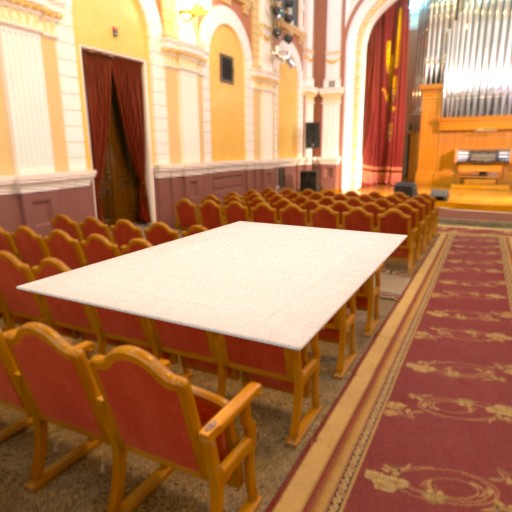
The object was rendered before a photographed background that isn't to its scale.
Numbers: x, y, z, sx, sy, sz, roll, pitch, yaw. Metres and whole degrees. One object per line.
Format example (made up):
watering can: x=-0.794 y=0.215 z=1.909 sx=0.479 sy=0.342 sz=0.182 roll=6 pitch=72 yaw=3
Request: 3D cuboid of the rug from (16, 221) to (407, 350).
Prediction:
rug: x=0.000 y=0.000 z=2.285 sx=1.219 sy=0.013 sz=1.829 roll=7 pitch=15 yaw=26
